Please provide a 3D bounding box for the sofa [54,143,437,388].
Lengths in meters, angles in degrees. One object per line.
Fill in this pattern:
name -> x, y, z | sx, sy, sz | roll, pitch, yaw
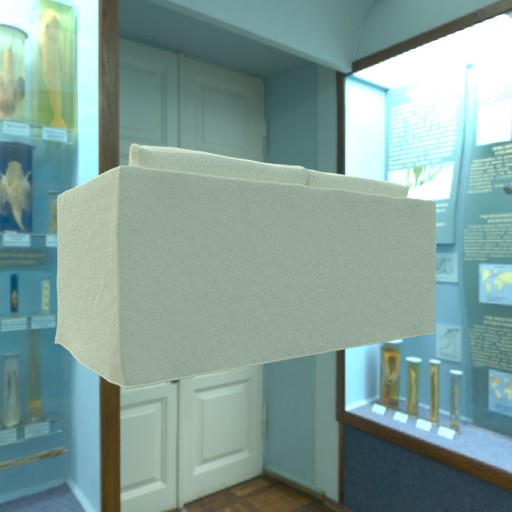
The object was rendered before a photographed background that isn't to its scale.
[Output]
sofa -> 0.000, 0.000, 2.261 | 1.746, 0.834, 0.962 | 0, 1, -35
